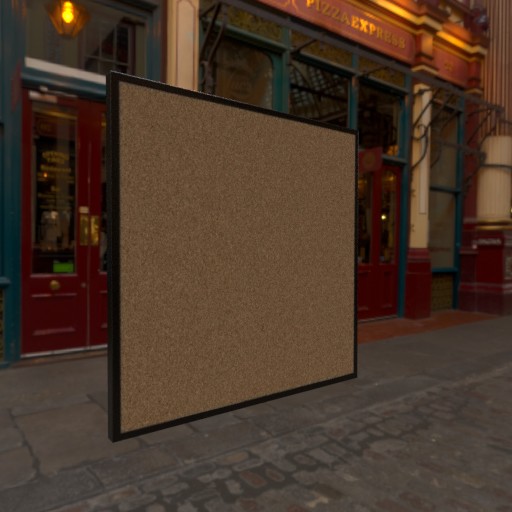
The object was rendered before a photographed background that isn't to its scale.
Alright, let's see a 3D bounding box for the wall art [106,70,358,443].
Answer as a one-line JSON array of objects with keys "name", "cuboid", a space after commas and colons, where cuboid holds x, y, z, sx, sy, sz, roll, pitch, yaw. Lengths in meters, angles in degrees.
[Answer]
[{"name": "wall art", "cuboid": [0.000, 0.000, 0.526, 0.349, 0.349, 0.014, -1, 1, -37]}]
